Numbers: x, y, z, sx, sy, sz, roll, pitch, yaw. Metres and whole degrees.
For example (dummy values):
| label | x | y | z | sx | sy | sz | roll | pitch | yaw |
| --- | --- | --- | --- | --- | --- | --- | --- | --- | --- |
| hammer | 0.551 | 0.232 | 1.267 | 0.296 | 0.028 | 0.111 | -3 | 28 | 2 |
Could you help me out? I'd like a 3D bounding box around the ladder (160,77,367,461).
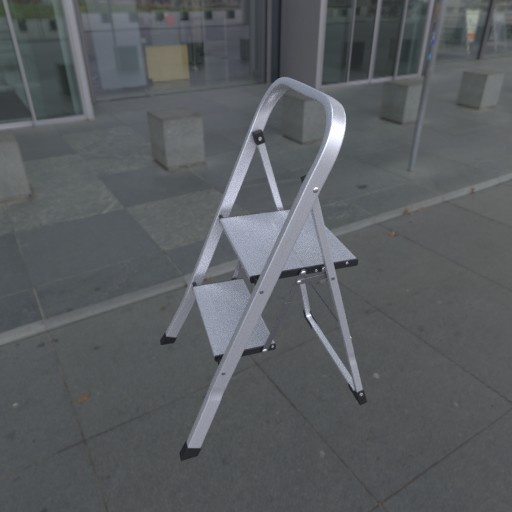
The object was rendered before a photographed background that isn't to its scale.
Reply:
| label | x | y | z | sx | sy | sz | roll | pitch | yaw |
| --- | --- | --- | --- | --- | --- | --- | --- | --- | --- |
| ladder | 0.000 | 0.000 | 1.144 | 0.530 | 0.830 | 0.465 | -9 | 32 | -14 |
